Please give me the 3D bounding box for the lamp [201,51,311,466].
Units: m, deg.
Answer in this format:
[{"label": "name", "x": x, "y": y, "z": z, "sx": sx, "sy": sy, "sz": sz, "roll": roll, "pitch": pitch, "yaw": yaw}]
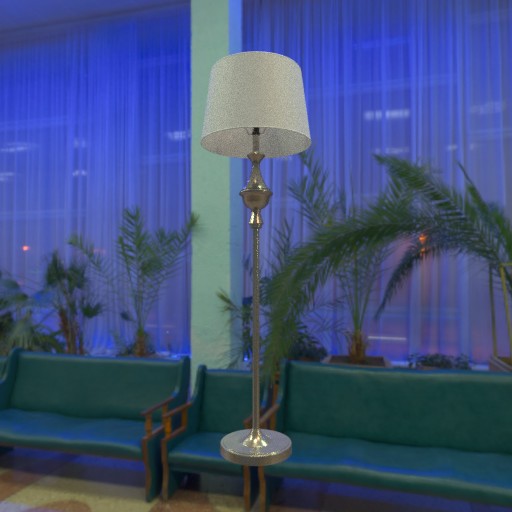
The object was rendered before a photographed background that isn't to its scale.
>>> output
[{"label": "lamp", "x": 0.000, "y": 0.000, "z": 1.719, "sx": 0.431, "sy": 1.488, "sz": 0.431, "roll": 0, "pitch": -2, "yaw": 0}]
